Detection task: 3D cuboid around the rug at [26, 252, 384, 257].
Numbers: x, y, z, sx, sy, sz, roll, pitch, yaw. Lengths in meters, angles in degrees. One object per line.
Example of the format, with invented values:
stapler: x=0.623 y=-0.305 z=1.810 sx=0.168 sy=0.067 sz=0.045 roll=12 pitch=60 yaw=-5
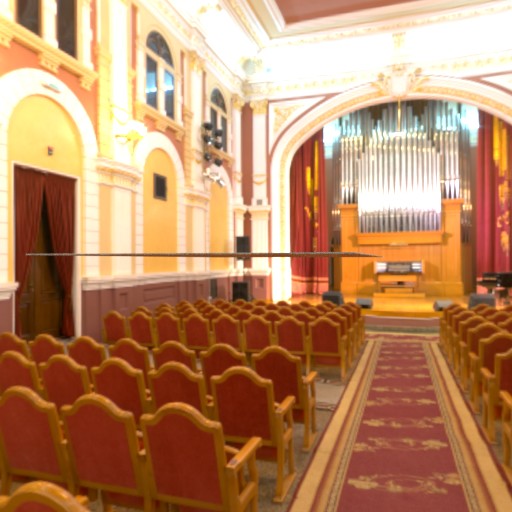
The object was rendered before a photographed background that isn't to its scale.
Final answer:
rug: x=0.000 y=0.000 z=2.926 sx=1.521 sy=0.006 sz=2.283 roll=0 pitch=0 yaw=19
